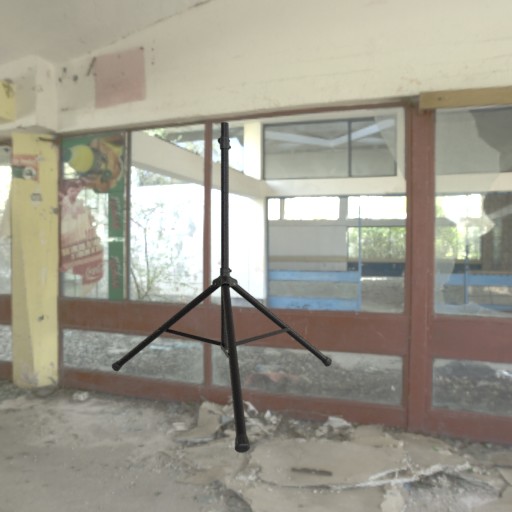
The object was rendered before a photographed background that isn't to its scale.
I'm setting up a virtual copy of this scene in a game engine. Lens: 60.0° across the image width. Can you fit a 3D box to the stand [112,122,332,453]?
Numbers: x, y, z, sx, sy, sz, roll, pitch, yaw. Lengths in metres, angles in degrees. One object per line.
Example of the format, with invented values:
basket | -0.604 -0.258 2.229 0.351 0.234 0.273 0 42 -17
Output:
stand | 0.000 0.000 2.789 1.339 1.595 1.596 -1 1 -35
